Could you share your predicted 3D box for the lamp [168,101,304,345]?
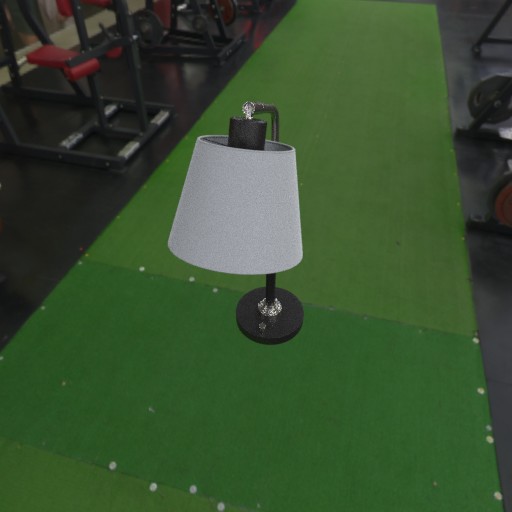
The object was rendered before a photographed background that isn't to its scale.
[{"bbox_3d":[0.000,0.000,0.726,0.181,0.539,0.348,12,43,13],"label":"lamp"}]
